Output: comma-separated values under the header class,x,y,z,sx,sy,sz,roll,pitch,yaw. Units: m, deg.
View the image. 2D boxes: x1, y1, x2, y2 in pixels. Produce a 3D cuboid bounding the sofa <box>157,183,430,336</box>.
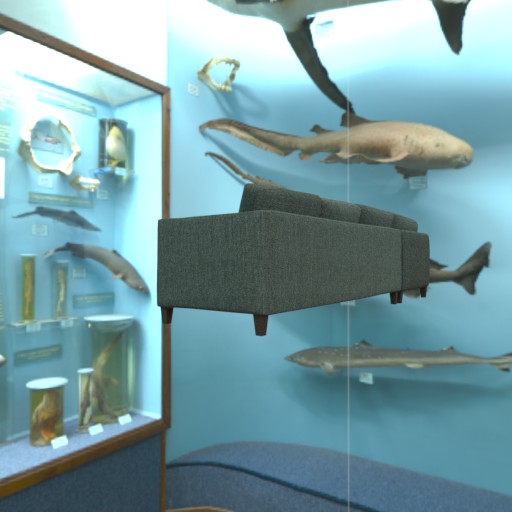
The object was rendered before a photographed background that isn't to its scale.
class,x,y,z,sx,sy,sz,roll,pitch,yaw
sofa,0.000,0.000,4.559,2.593,0.947,3.302,0,0,37
